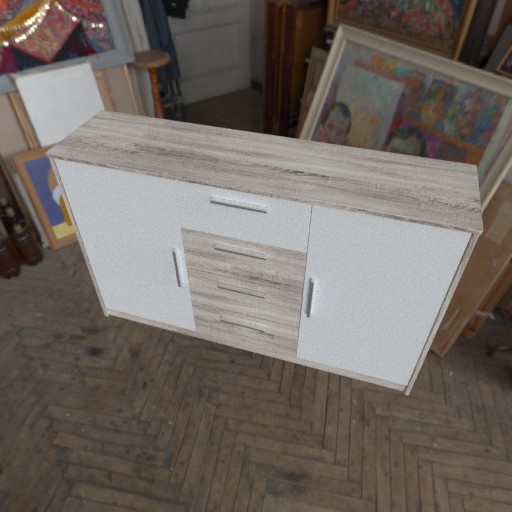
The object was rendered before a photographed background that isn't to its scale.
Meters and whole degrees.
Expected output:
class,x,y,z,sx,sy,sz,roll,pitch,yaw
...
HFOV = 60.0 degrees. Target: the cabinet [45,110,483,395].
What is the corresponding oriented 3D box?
class,x,y,z,sx,sy,sz,roll,pitch,yaw
cabinet,0.000,0.000,1.834,1.450,0.900,0.380,12,44,13
